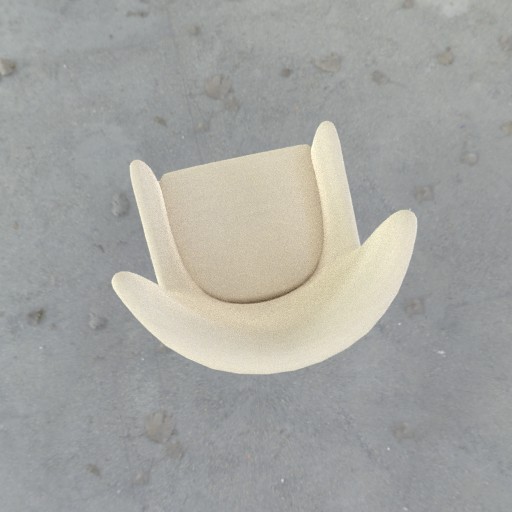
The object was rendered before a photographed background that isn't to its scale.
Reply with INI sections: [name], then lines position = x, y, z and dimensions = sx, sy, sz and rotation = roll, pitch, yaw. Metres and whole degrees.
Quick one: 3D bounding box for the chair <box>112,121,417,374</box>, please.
[chair]
position = 0.000, 0.000, 1.461
dimensions = 0.696, 0.990, 0.744
rotation = -12, 76, -3
